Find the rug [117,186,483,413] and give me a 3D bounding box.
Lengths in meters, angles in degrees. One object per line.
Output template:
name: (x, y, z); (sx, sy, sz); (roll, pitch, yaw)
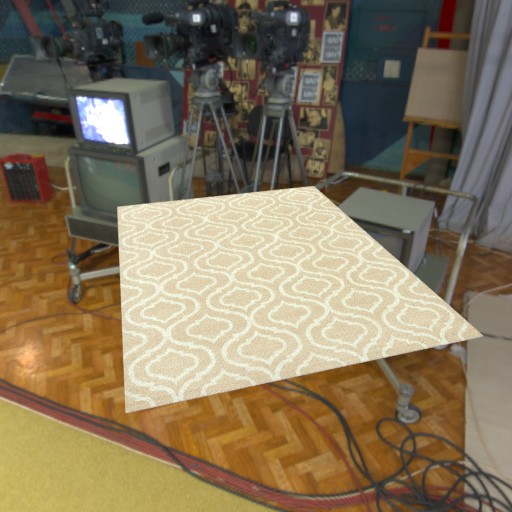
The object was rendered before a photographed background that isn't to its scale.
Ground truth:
rug: (0.000, 0.000, 3.858); (2.286, 0.013, 2.894); (-8, 30, -14)
